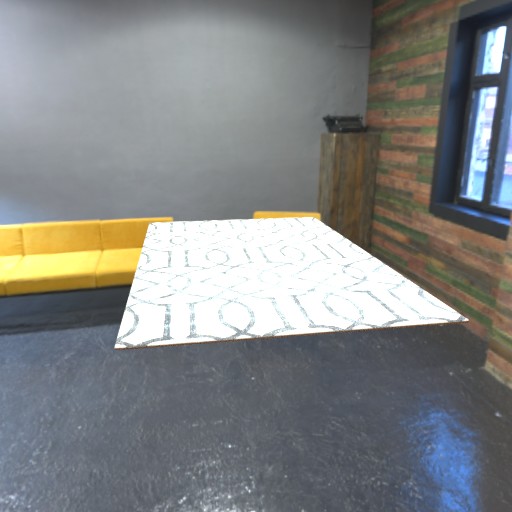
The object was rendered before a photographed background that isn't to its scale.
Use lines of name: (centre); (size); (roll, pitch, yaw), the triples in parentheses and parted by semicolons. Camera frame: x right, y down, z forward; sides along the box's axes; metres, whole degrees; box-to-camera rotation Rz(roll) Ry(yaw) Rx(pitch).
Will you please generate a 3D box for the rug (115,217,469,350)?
rug: (0.000, 0.000, 2.957); (1.521, 0.017, 2.365); (-3, 17, -9)
